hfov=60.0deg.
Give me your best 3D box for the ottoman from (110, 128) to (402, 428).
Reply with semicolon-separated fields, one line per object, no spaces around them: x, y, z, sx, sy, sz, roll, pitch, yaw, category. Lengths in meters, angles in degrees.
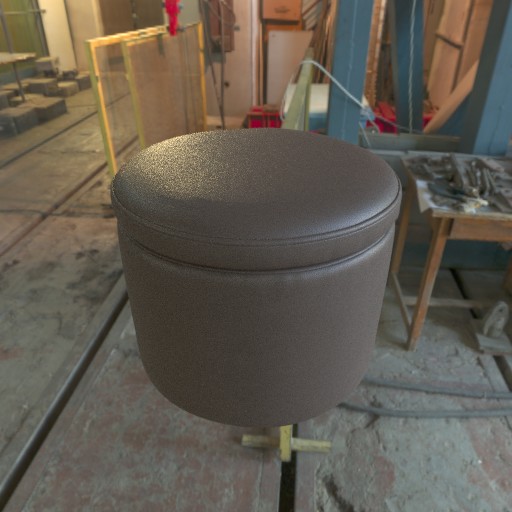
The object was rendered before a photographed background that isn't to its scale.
0.000;0.000;0.869;0.500;0.409;0.500;0;31;0;ottoman
